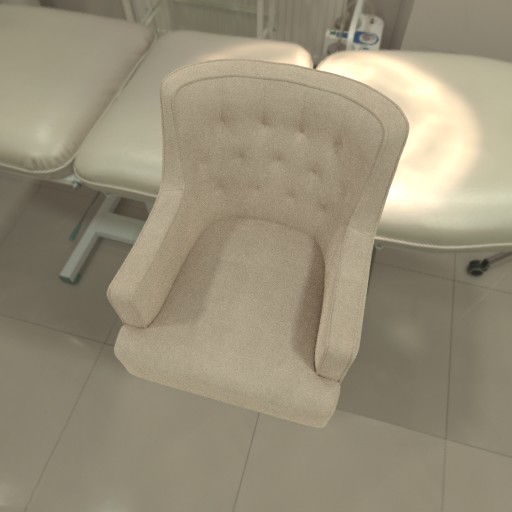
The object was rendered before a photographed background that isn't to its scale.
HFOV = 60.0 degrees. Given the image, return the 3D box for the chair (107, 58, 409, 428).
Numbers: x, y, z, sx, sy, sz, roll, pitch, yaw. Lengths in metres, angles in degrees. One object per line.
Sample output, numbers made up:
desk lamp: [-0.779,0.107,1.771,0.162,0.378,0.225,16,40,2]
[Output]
chair: [0.000,0.000,1.558,0.781,0.920,0.910,13,59,8]
